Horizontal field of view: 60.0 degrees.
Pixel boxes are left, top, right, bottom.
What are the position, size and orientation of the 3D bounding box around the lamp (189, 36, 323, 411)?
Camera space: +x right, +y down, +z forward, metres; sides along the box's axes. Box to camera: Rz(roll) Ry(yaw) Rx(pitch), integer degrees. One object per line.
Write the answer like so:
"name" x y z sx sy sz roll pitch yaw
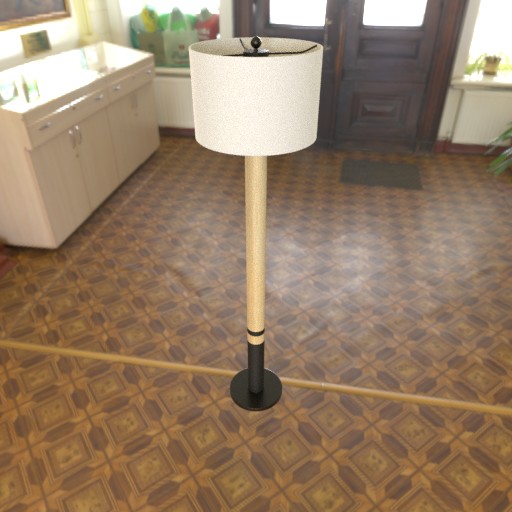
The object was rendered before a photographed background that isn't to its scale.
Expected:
"lamp" 0.000 0.000 1.654 0.381 1.478 0.381 -21 39 -29
